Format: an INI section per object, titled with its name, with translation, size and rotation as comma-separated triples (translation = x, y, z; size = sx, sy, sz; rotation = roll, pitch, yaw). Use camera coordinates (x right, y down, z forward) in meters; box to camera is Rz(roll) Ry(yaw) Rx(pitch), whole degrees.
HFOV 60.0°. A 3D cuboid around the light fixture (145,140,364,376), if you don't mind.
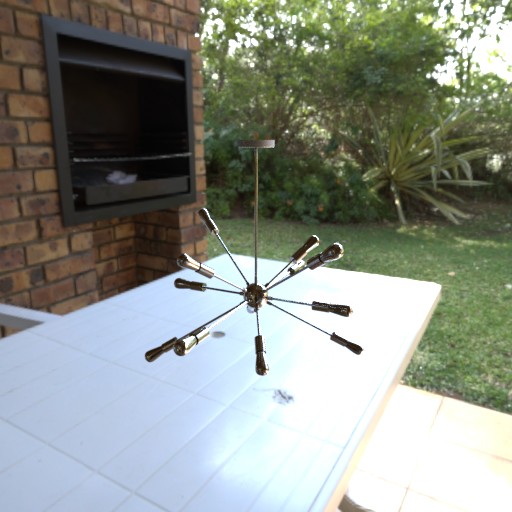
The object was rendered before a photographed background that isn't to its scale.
[light fixture]
translation = 0.000, 0.000, 1.103
size = 0.509, 0.558, 0.684
rotation = 7, 16, 25
